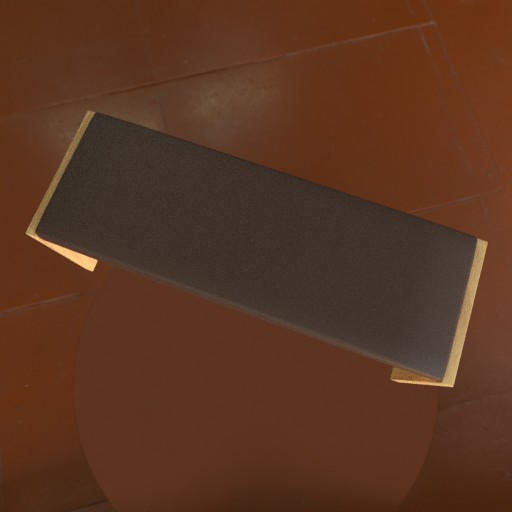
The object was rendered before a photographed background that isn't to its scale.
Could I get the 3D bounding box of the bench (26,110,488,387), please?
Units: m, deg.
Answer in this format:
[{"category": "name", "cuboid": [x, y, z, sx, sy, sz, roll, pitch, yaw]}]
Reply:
[{"category": "bench", "cuboid": [0.000, 0.000, 1.410, 1.200, 0.480, 0.405, 19, 76, 5]}]
